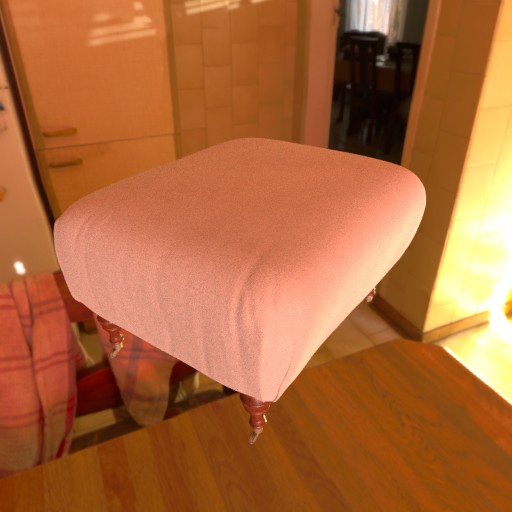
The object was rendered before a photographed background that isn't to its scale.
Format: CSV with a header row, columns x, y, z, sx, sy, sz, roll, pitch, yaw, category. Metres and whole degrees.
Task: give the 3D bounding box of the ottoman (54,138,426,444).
x,y,z,sx,sy,sz,roll,pitch,yaw,category
0.000,0.000,1.113,0.622,0.450,0.746,19,35,30,ottoman
